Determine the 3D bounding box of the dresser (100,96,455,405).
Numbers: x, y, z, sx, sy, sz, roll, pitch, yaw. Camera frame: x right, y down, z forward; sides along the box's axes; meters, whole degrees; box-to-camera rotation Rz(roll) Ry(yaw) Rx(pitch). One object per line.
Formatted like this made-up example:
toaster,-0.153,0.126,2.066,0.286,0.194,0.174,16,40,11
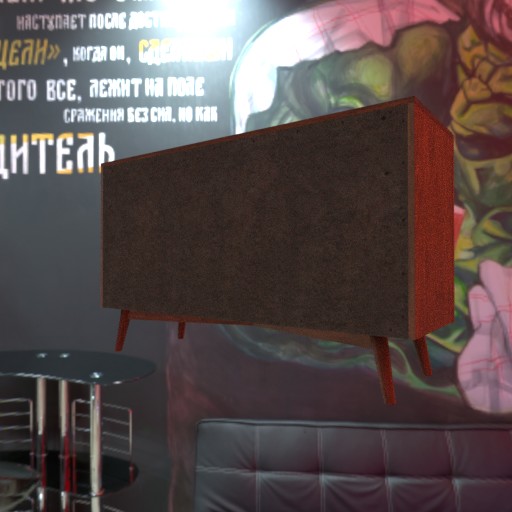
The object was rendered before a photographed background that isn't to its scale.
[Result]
dresser,0.000,0.000,1.879,1.472,0.889,0.500,0,-1,36
